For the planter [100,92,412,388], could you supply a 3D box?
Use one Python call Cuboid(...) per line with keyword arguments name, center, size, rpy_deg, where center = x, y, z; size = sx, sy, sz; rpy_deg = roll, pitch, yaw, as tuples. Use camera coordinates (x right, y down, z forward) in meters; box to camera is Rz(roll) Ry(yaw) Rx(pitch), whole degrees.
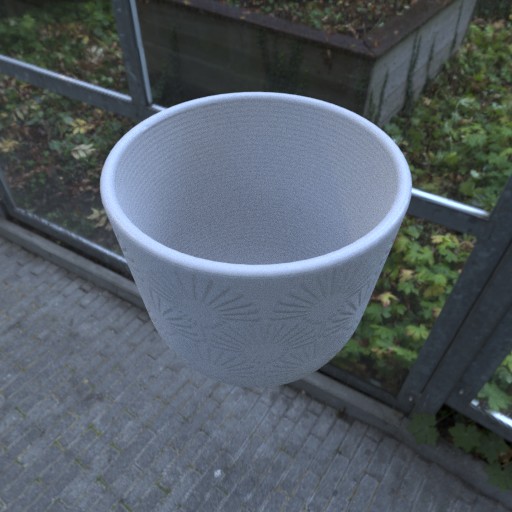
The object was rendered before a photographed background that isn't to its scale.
Cuboid(name="planter", center=(0.000, 0.000, 0.300), size=(0.170, 0.152, 0.170), rpy_deg=(0, 46, 0))
